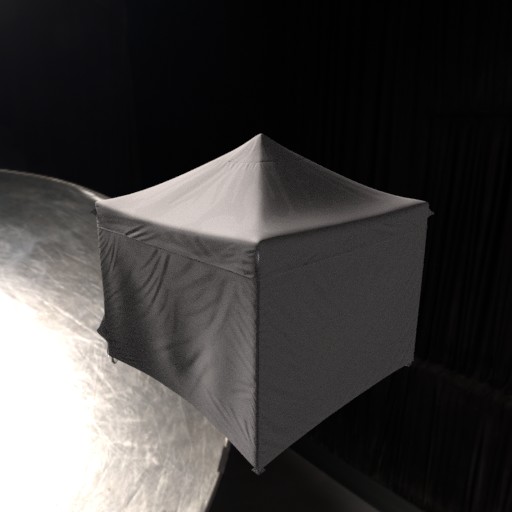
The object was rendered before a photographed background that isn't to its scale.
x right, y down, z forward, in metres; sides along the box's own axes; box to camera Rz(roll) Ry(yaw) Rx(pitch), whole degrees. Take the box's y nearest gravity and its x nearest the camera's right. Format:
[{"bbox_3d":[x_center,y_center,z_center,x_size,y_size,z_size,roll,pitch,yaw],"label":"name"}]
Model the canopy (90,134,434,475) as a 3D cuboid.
[{"bbox_3d":[0.000,0.000,5.636,3.043,2.997,3.121,-15,21,-42],"label":"canopy"}]
